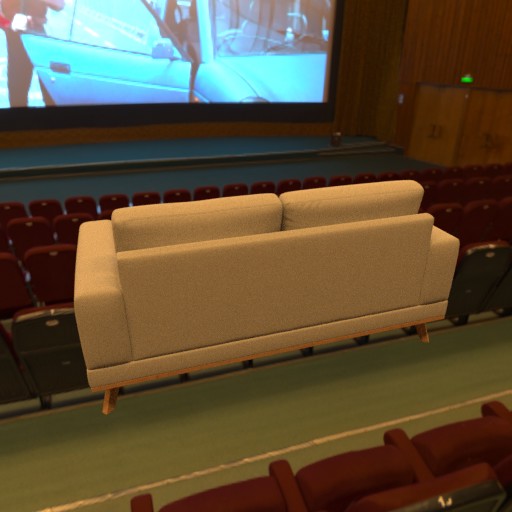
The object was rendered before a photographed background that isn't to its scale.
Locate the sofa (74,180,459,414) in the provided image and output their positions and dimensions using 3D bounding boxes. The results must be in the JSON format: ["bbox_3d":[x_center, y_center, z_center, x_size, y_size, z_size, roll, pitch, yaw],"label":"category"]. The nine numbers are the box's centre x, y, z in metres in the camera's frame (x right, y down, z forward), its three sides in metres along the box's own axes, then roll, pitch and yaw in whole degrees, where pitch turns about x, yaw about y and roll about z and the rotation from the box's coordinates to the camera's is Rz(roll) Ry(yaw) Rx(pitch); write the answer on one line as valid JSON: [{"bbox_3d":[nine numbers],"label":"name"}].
[{"bbox_3d":[0.000,0.000,2.161,1.651,0.810,0.915,-8,27,-16],"label":"sofa"}]
